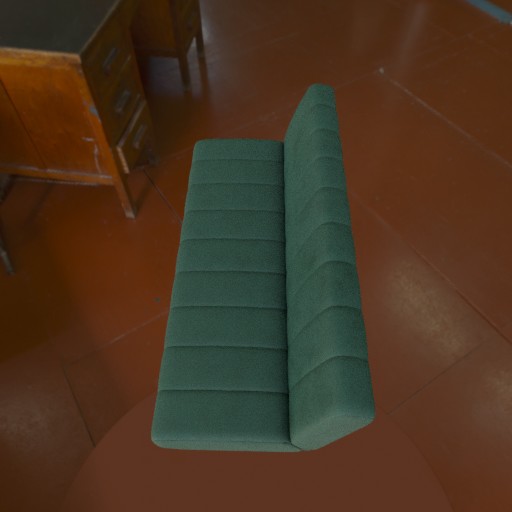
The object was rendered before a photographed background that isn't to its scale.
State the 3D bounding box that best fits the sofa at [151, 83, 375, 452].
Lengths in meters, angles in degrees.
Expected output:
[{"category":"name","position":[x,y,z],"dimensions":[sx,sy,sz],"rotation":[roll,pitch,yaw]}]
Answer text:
[{"category":"sofa","position":[0.000,0.000,2.266],"dimensions":[0.830,0.820,1.810],"rotation":[1,55,1]}]
